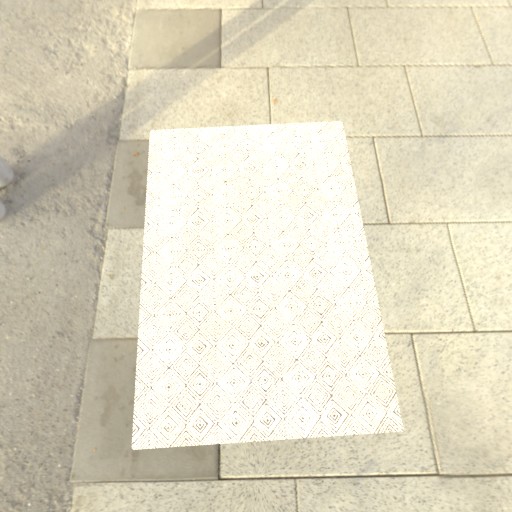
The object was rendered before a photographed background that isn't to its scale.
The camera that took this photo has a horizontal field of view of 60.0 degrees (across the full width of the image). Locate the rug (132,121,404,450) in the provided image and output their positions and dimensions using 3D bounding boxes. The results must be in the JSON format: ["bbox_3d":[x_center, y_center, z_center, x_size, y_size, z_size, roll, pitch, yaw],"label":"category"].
[{"bbox_3d":[0.000,0.000,2.310,1.175,0.008,1.783,-3,63,-2],"label":"rug"}]
